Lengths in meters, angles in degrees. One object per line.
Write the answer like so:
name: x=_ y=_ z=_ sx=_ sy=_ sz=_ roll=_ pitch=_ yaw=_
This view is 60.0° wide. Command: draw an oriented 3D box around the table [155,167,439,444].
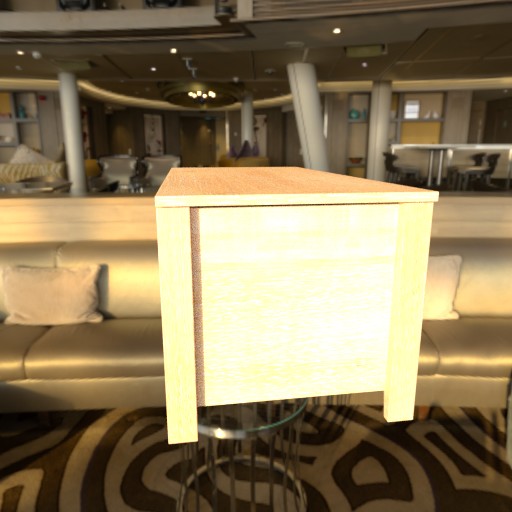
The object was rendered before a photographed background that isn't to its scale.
table: x=0.000 y=0.000 z=1.274 sx=0.483 sy=0.457 sz=1.016 roll=-2 pitch=14 yaw=-9
